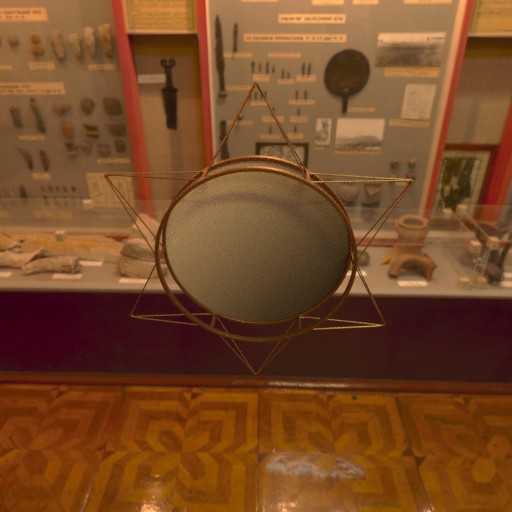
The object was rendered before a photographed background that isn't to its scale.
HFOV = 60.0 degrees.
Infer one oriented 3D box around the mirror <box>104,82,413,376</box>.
[{"bbox_3d":[0.000,0.000,0.785,0.498,0.581,0.062,2,30,3],"label":"mirror"}]
